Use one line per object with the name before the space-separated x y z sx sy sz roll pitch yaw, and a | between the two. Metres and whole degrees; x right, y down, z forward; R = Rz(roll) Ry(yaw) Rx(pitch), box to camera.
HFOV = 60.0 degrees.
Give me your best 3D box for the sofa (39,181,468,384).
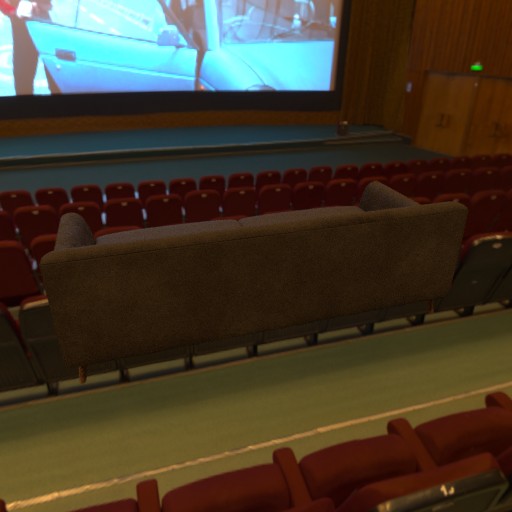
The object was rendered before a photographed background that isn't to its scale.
sofa | 0.000 0.000 2.673 2.190 0.740 0.900 -8 28 -15
